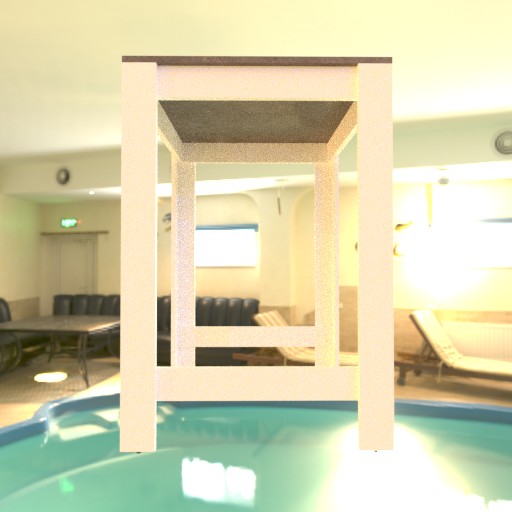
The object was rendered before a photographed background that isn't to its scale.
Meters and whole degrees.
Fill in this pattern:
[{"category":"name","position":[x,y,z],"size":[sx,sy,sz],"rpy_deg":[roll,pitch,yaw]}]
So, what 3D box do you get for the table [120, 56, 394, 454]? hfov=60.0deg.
[{"category":"table","position":[0.000,0.000,1.537],"size":[0.700,1.020,0.800],"rpy_deg":[0,-1,-1]}]
